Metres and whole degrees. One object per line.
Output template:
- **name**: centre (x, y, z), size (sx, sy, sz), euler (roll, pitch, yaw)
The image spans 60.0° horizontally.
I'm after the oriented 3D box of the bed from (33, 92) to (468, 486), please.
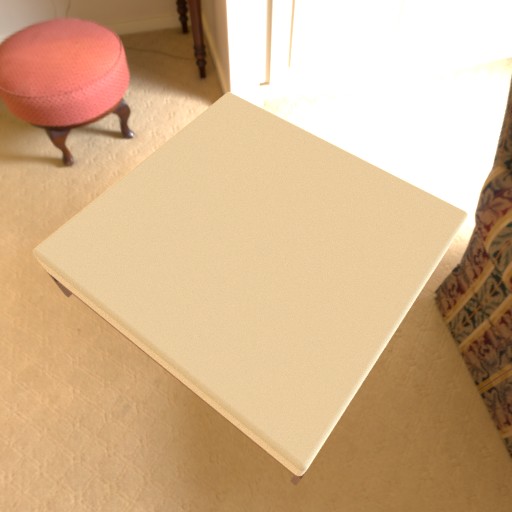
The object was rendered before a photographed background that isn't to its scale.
- **bed**: centre (0.000, 0.000, 3.053), size (2.049, 0.616, 1.930), euler (33, 63, 19)
